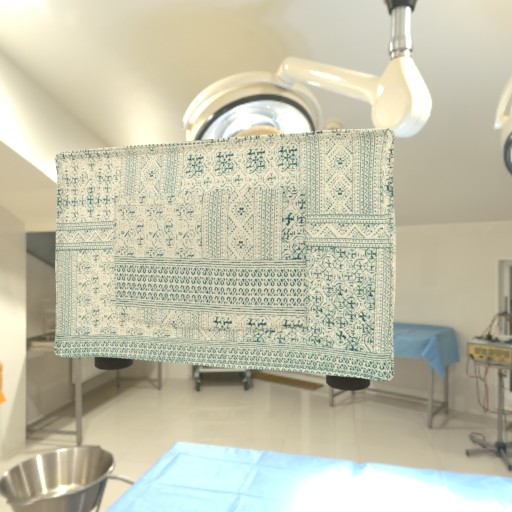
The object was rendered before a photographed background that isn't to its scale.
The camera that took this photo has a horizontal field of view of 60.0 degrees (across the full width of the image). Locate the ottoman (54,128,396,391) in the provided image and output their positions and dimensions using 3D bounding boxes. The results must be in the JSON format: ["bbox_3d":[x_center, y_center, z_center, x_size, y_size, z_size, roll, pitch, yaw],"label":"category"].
[{"bbox_3d":[0.000,0.000,1.019,0.617,0.439,0.626,0,0,17],"label":"ottoman"}]
